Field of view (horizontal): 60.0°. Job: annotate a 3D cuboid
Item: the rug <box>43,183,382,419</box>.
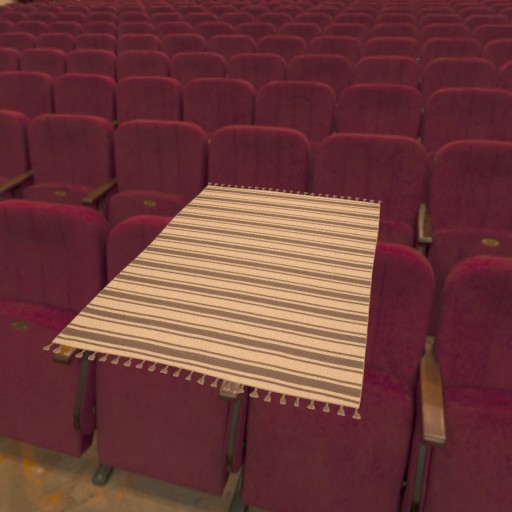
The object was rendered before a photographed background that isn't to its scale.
[{"bbox_3d":[0.000,0.000,3.882,2.030,0.017,3.040,8,32,13],"label":"rug"}]
